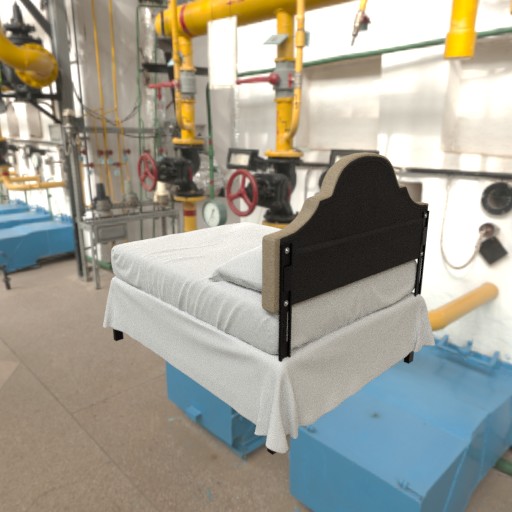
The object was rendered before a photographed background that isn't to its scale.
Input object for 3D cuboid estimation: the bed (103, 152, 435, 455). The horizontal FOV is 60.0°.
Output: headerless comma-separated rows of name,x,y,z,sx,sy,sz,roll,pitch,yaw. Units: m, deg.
bed,0.000,0.000,3.468,1.780,1.634,2.222,-14,21,-41
